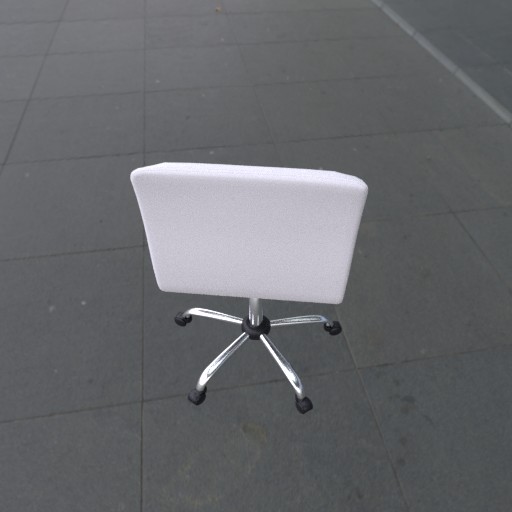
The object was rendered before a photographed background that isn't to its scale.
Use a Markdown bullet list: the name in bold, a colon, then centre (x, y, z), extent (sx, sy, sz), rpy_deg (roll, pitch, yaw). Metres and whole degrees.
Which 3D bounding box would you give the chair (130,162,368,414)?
- **chair**: centre (0.000, 0.000, 1.082), extent (0.520, 0.750, 0.455), rpy_deg (4, 46, 4)
